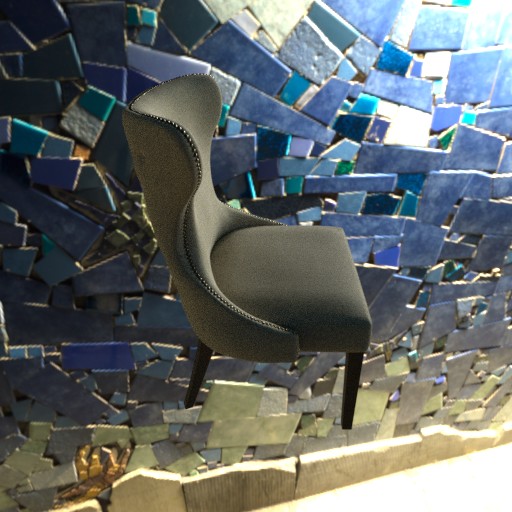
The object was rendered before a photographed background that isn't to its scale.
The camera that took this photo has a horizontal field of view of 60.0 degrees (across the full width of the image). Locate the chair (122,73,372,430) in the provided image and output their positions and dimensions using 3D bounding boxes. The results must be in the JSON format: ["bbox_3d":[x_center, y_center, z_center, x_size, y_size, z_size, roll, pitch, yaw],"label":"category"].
[{"bbox_3d":[0.000,0.000,1.359,0.635,0.967,0.628,1,32,1],"label":"chair"}]
